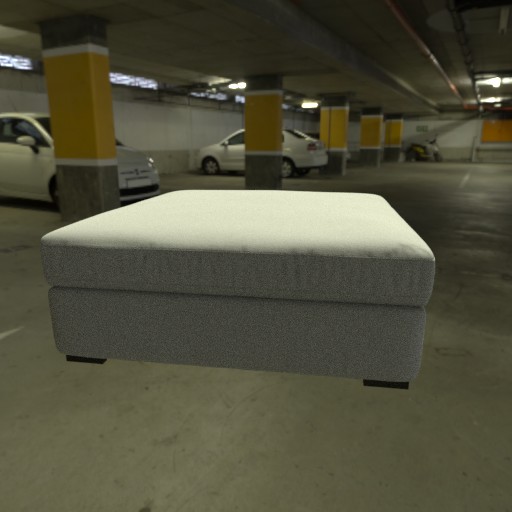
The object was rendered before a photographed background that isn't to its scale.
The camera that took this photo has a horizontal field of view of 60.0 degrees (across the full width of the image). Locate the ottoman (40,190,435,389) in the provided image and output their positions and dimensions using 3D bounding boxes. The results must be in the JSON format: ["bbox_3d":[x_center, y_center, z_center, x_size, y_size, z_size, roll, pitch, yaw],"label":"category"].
[{"bbox_3d":[0.000,0.000,1.807,1.163,0.482,1.167,2,15,9],"label":"ottoman"}]
